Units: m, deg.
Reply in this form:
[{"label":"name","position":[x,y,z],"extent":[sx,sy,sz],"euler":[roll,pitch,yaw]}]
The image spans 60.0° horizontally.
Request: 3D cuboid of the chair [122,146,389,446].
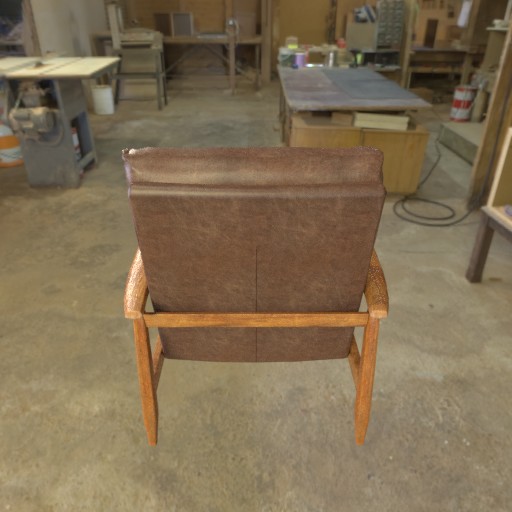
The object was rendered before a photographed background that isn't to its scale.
[{"label":"chair","position":[0.000,0.000,1.517],"extent":[0.782,0.897,0.830],"euler":[0,29,0]}]
